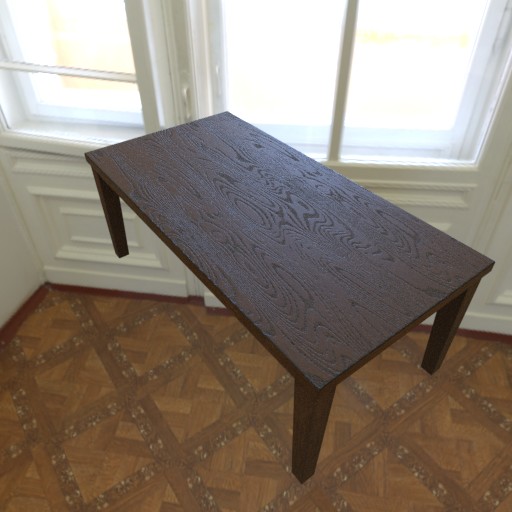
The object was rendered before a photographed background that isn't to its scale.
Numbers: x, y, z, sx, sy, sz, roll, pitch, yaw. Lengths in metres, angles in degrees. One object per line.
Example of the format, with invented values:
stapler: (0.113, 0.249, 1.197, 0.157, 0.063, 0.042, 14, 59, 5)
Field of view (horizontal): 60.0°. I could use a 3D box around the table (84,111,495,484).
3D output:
table: (0.000, 0.000, 2.465, 1.016, 0.762, 1.981, -26, 47, -27)
